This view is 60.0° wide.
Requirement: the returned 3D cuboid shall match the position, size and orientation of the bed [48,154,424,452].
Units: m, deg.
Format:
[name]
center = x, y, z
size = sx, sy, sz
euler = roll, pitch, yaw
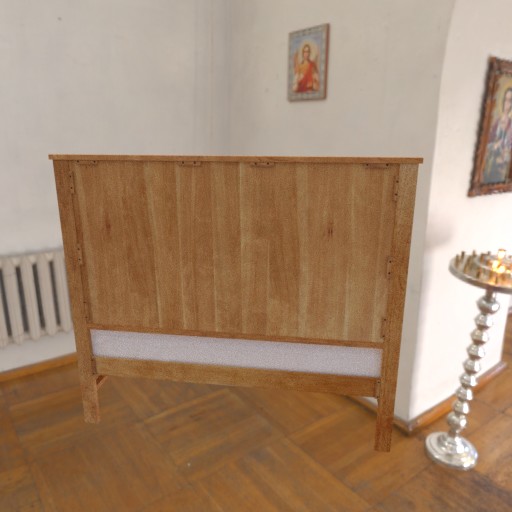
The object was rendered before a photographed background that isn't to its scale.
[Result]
[bed]
center = 0.000, 0.000, 4.055
size = 2.225, 1.938, 2.530
euler = 2, 16, 8
